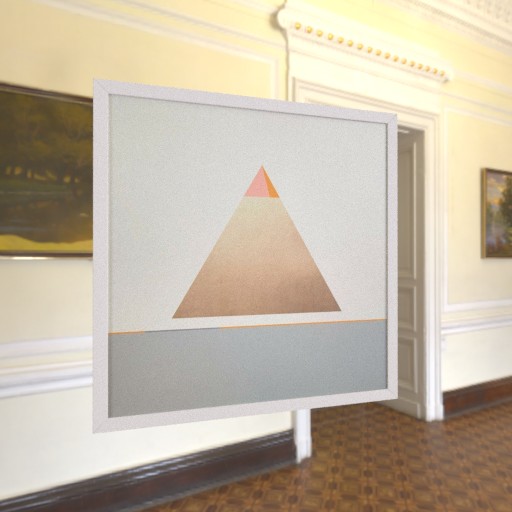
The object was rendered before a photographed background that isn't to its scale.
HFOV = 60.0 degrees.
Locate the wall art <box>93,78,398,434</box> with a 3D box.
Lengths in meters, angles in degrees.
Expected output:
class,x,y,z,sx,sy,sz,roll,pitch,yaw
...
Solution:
class,x,y,z,sx,sy,sz,roll,pitch,yaw
wall art,0.000,0.000,0.444,0.305,0.304,0.038,0,0,-18
